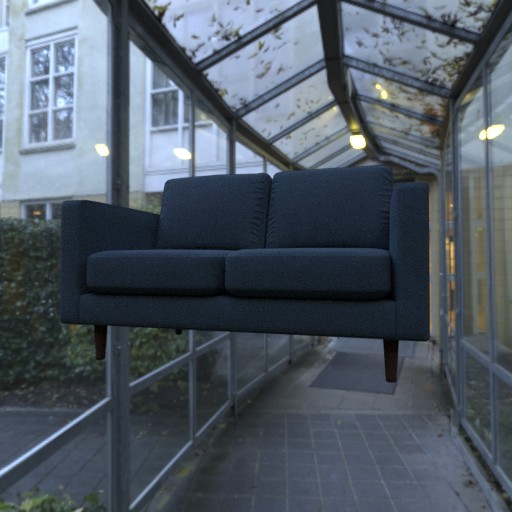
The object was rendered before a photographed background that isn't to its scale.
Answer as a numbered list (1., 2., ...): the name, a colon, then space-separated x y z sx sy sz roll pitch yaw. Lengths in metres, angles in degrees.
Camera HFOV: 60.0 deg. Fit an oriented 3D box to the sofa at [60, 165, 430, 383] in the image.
1. sofa: 0.000 0.000 2.152 1.518 0.930 0.999 0 -1 18
